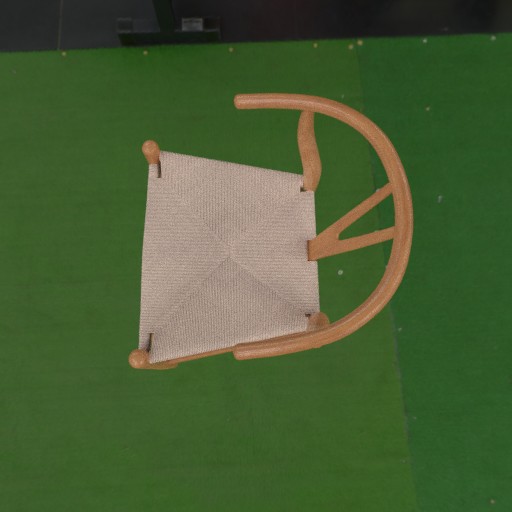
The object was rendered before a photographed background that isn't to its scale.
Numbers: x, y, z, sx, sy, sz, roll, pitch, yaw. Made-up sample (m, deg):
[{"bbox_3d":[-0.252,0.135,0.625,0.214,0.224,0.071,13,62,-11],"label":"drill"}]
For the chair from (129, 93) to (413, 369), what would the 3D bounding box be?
[{"bbox_3d":[0.000,0.000,1.160,0.579,0.730,0.569,-1,75,0],"label":"chair"}]
